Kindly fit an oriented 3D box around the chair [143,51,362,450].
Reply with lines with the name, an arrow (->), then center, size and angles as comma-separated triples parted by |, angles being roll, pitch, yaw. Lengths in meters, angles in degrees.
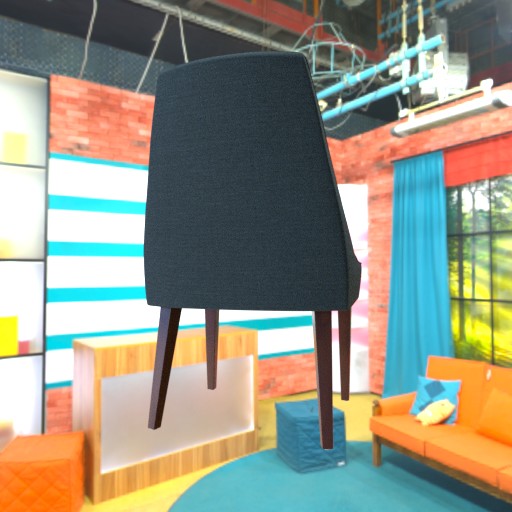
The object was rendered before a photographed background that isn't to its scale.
chair -> 0.000, 0.000, 1.196 | 0.529, 0.861, 0.544 | -1, -2, 17
